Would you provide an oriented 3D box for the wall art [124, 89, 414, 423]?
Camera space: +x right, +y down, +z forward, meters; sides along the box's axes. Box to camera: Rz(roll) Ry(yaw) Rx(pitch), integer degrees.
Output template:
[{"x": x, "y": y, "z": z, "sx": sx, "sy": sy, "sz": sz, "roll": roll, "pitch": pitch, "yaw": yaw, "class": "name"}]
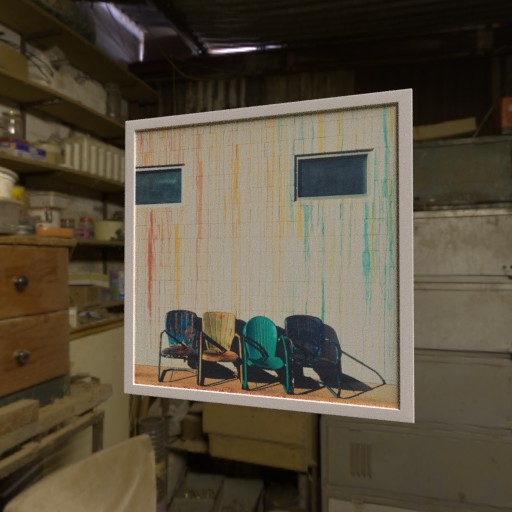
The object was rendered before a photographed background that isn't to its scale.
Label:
[{"x": 0.000, "y": 0.000, "z": 1.140, "sx": 0.760, "sy": 0.760, "sz": 0.036, "roll": 0, "pitch": -1, "yaw": 18, "class": "wall art"}]
